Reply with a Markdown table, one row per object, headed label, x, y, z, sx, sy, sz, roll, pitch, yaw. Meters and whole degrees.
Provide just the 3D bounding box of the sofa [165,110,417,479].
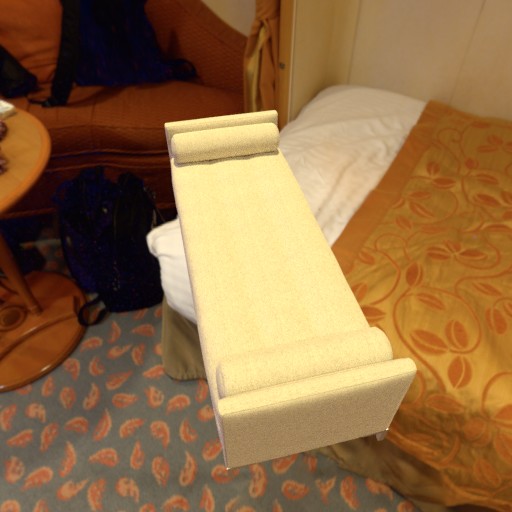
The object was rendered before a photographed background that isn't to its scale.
| label | x | y | z | sx | sy | sz | roll | pitch | yaw |
| --- | --- | --- | --- | --- | --- | --- | --- | --- | --- |
| sofa | 0.000 | 0.000 | 2.548 | 0.797 | 0.655 | 2.102 | -10 | 47 | -9 |
